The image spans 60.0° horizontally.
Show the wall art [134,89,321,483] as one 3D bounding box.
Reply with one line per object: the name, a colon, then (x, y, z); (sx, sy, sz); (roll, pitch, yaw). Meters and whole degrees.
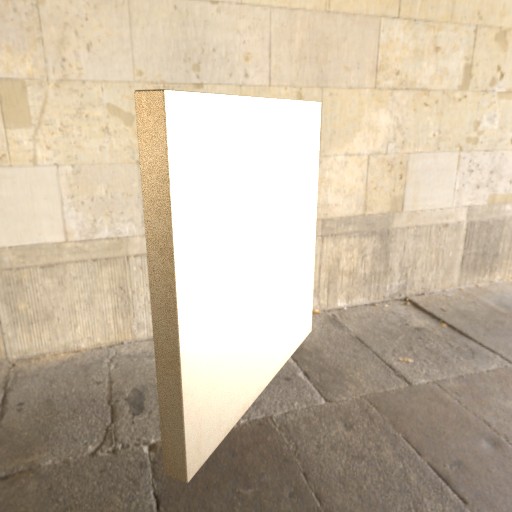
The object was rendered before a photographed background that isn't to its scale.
wall art: (0.000, 0.000, 0.753); (0.040, 0.506, 0.503); (9, 19, 25)
